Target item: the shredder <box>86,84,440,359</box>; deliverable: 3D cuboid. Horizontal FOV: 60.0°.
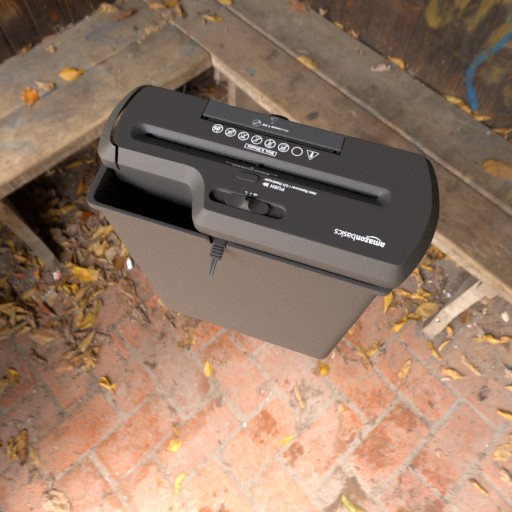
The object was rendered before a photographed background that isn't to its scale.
[{"bbox_3d":[0.000,0.000,0.531,0.320,0.335,0.170,17,65,8],"label":"shredder"}]
